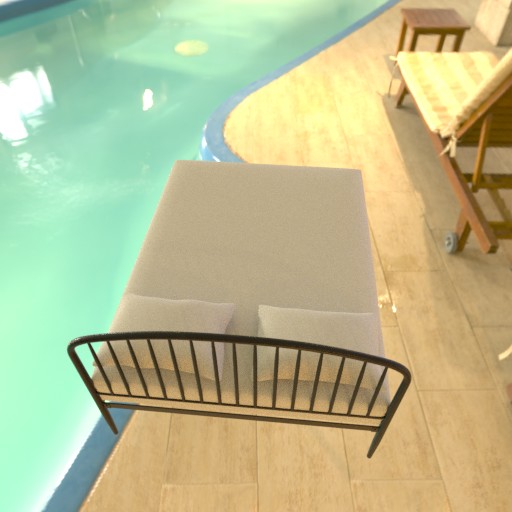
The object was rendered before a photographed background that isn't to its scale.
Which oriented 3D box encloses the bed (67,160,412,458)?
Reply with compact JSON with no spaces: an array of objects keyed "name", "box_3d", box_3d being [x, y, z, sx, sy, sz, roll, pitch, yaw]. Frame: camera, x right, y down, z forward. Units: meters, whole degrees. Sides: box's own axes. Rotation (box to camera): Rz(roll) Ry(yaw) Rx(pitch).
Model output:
[{"name":"bed","box_3d":[0.000,0.000,3.056,1.618,1.166,2.159,4,46,4]}]
